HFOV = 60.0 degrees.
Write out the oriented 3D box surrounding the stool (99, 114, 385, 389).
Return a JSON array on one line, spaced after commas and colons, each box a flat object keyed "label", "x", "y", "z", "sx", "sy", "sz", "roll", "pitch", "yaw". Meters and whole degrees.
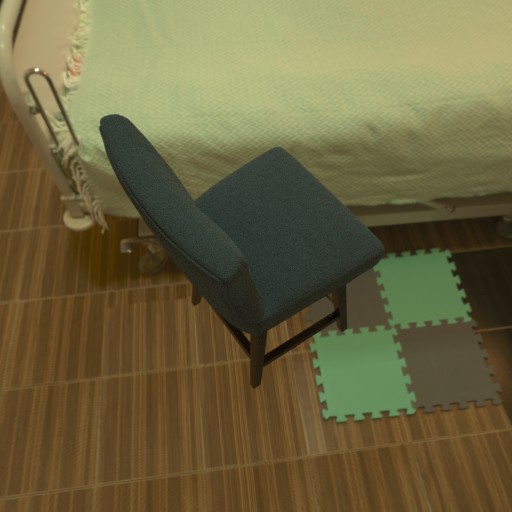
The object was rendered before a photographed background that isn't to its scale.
[{"label": "stool", "x": 0.000, "y": 0.000, "z": 1.367, "sx": 0.574, "sy": 1.000, "sz": 0.514, "roll": -32, "pitch": 64, "yaw": -18}]
